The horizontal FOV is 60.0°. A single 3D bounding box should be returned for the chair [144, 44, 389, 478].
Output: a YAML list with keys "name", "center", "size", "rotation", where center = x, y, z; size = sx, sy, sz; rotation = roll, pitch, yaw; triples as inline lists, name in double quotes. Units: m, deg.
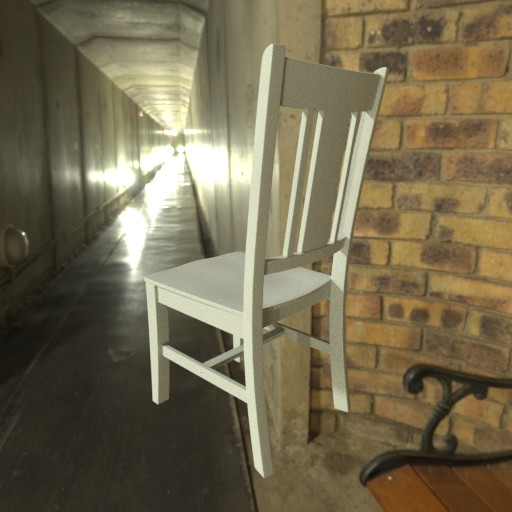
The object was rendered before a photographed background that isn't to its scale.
- name: "chair"
  center: [0.000, 0.000, 1.270]
  size: [0.555, 0.998, 0.450]
  rotation: [14, 21, 41]
